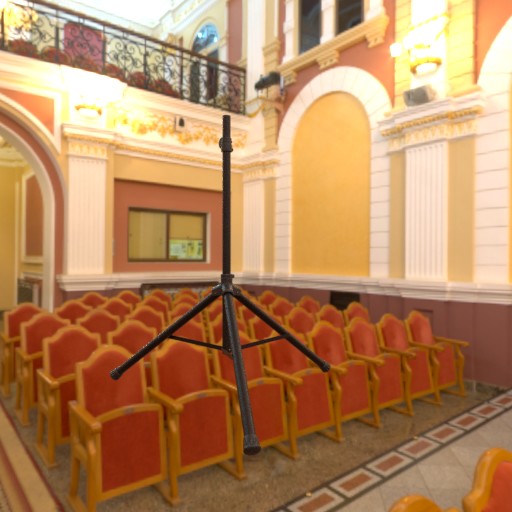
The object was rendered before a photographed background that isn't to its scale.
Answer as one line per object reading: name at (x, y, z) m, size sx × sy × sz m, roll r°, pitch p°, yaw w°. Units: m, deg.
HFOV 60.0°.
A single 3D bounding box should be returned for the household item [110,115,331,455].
household item at (0.000, 0.000, 1.895) m, size 0.907 × 1.136 × 1.045 m, roll 0°, pitch 0°, yaw -38°
